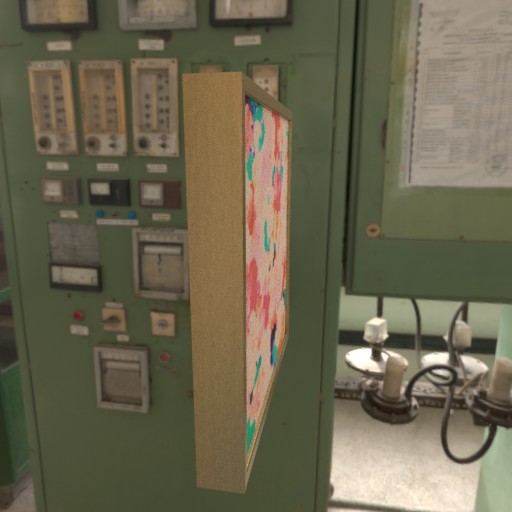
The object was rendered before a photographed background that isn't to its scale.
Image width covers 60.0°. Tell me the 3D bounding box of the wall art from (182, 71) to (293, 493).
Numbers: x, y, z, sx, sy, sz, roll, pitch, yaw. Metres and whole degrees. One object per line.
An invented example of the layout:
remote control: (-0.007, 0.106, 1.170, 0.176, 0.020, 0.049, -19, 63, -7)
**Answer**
wall art: (0.000, 0.000, 0.456, 0.038, 0.305, 0.304, 2, 13, 10)
